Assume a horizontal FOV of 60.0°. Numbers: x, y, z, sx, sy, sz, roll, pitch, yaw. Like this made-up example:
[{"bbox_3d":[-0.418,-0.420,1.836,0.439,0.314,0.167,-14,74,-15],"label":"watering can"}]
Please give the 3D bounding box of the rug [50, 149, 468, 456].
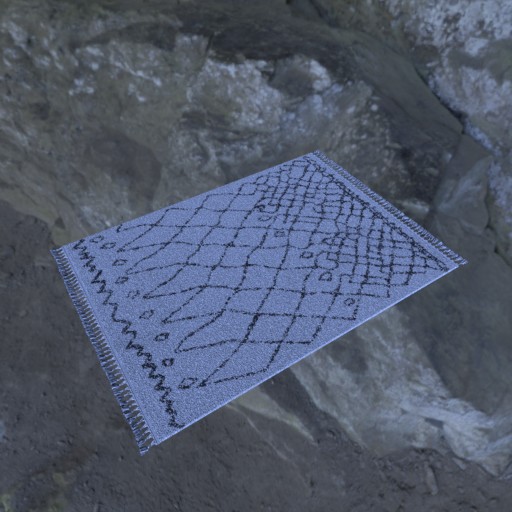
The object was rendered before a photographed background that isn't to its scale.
[{"bbox_3d":[0.000,0.000,2.985,2.312,0.017,1.613,-25,51,-22],"label":"rug"}]
